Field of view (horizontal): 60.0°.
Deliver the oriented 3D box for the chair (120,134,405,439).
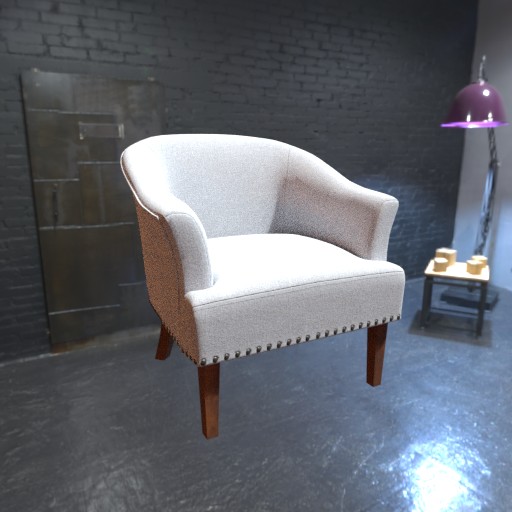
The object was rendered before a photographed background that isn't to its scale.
[{"bbox_3d":[0.000,0.000,1.502,0.798,0.815,0.704,-7,15,-27],"label":"chair"}]
